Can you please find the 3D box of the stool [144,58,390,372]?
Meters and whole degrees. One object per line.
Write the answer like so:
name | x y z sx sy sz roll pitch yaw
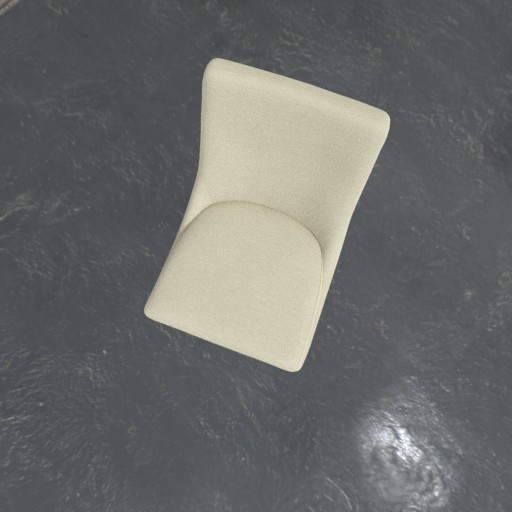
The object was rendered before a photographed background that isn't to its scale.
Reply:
stool | 0.000 0.000 1.346 0.470 0.981 0.577 20 76 5
